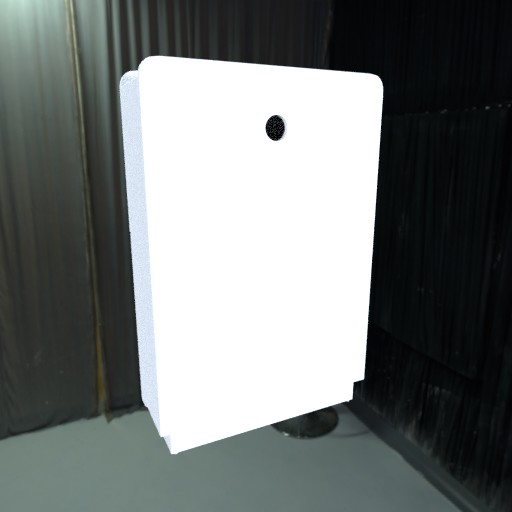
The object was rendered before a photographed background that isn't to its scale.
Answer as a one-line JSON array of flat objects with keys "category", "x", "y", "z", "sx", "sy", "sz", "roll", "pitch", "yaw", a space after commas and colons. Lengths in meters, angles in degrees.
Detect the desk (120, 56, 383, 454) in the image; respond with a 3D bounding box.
[{"category": "desk", "x": 0.000, "y": 0.000, "z": 1.539, "sx": 0.795, "sy": 1.190, "sz": 0.278, "roll": -7, "pitch": 16, "yaw": -25}]
